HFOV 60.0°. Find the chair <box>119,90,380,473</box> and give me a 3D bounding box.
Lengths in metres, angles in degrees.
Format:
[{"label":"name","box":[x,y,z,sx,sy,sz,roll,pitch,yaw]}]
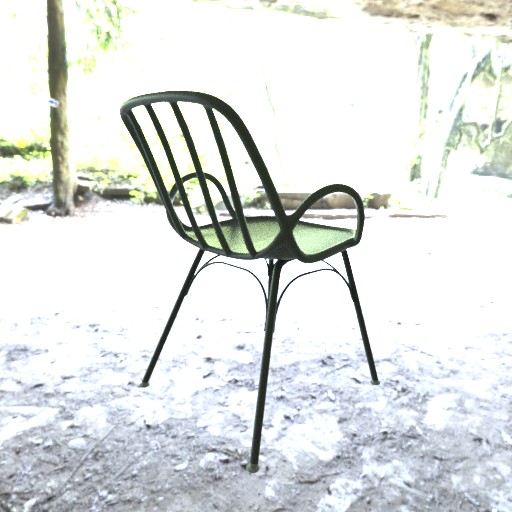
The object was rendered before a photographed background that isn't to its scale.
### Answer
[{"label":"chair","box":[0.000,0.000,1.224,0.597,0.816,0.549,-13,20,-42]}]
